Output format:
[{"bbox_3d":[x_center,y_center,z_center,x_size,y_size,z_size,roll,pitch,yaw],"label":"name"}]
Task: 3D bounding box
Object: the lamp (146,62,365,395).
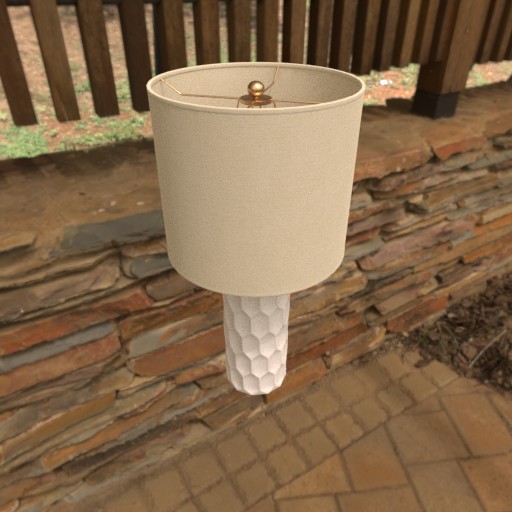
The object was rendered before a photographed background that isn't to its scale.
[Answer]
[{"bbox_3d":[0.000,0.000,0.716,0.277,0.537,0.277,-22,39,-30],"label":"lamp"}]
